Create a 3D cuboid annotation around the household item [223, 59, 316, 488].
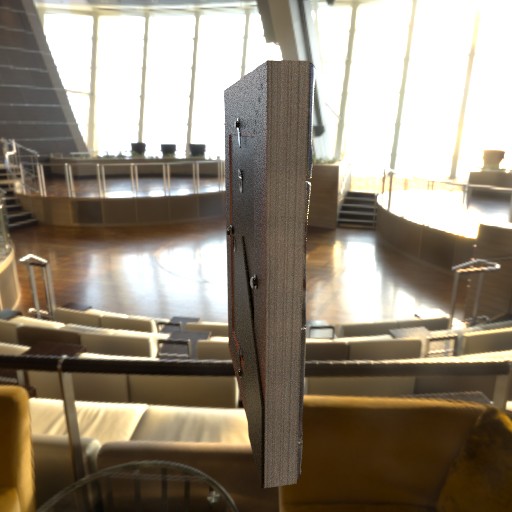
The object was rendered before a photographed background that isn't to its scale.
[{"bbox_3d":[0.000,0.000,0.291,0.025,0.216,0.165,-3,17,-10],"label":"household item"}]
